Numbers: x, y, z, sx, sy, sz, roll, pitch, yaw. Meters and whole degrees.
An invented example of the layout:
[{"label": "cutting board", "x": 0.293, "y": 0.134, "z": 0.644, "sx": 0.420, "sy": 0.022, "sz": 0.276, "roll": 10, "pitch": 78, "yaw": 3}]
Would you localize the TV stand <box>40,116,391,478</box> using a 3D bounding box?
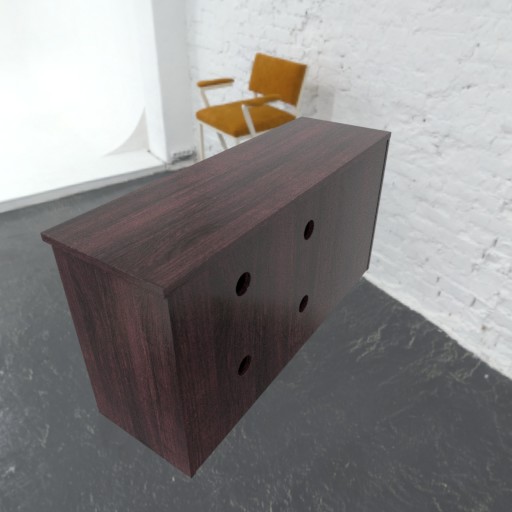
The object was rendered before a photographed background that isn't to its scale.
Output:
[{"label": "TV stand", "x": 0.000, "y": 0.000, "z": 1.490, "sx": 0.404, "sy": 0.614, "sz": 1.192, "roll": 20, "pitch": 37, "yaw": 29}]
